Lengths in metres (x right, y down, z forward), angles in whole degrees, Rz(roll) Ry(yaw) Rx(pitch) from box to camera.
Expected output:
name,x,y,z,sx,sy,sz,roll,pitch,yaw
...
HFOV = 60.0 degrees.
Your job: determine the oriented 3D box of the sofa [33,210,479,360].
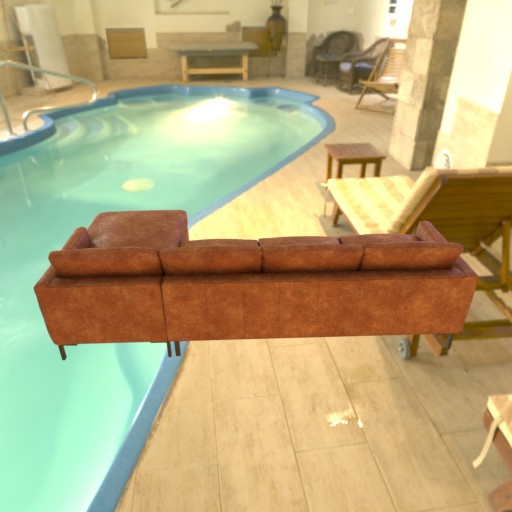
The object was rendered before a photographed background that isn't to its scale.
name,x,y,z,sx,sy,sz,roll,pitch,yaw
sofa,0.000,0.000,3.677,2.993,0.859,1.471,-1,30,-2
